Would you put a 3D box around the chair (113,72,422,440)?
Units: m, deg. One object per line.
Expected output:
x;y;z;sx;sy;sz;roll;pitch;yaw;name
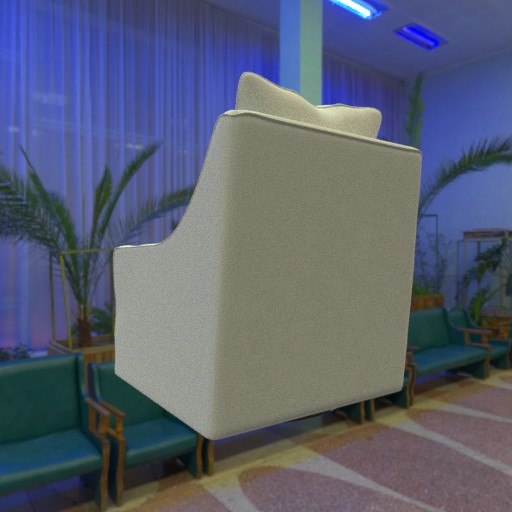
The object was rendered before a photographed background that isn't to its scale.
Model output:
0.000;0.000;1.578;0.756;0.965;0.876;0;0;-35;chair
